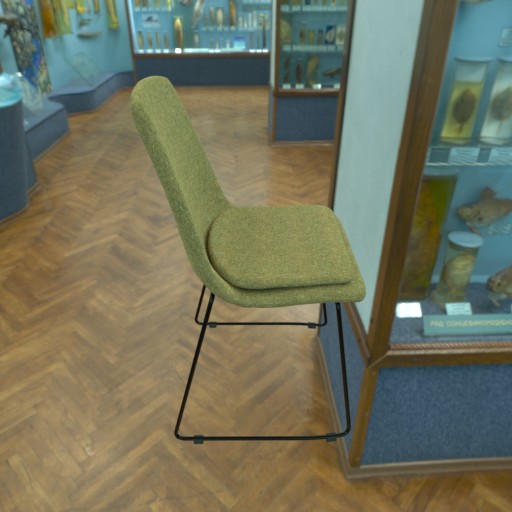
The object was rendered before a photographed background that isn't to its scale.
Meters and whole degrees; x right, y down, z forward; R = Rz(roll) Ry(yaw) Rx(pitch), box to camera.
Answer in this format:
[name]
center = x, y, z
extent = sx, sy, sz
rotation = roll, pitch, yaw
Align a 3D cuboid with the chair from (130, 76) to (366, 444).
[chair]
center = 0.000, 0.000, 1.137
extent = 0.496, 0.849, 0.479
rotation = 0, 31, 0
